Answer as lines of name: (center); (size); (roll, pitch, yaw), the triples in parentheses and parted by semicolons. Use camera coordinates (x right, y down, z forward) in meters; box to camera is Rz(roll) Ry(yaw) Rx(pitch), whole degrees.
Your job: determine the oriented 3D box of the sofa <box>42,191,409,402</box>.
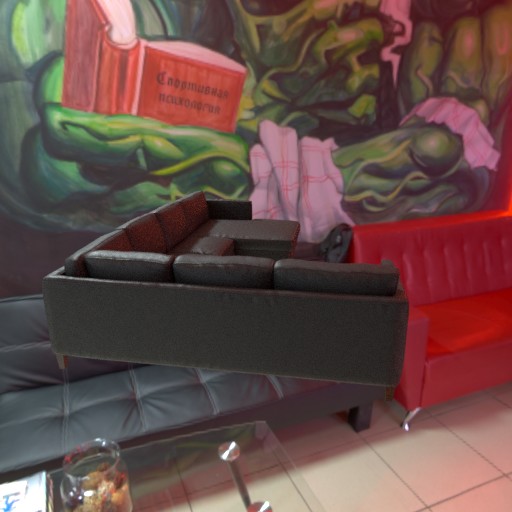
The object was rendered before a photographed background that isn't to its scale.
sofa: (0.000, 0.000, 4.656); (2.593, 0.923, 3.460); (3, 17, 9)
